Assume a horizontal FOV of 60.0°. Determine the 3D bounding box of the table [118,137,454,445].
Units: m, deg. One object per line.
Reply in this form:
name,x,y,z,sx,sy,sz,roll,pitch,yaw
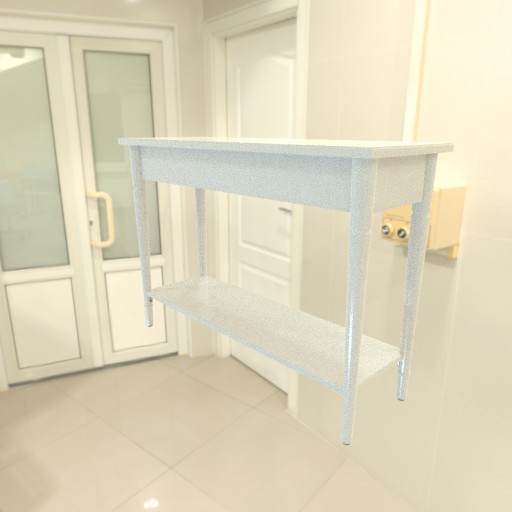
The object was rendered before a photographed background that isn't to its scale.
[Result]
table,0.000,0.000,1.480,0.381,0.749,1.067,-15,22,-41
